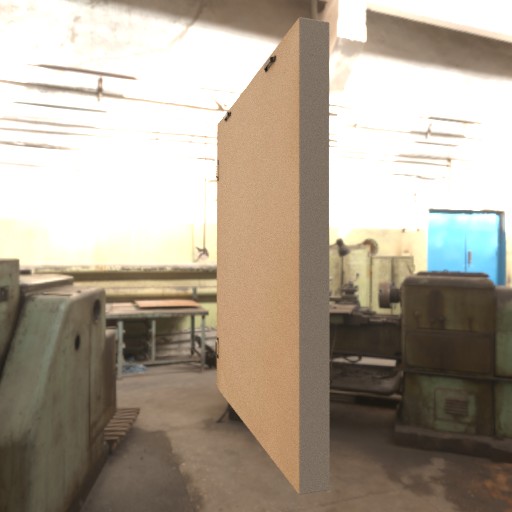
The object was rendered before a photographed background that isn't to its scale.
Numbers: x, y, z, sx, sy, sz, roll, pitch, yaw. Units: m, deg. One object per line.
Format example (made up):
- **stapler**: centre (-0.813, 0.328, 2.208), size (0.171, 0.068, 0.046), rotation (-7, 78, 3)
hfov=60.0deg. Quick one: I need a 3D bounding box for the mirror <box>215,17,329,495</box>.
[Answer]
- **mirror**: centre (0.000, 0.000, 0.669), size (0.041, 0.509, 0.406), rotation (0, 0, -18)
